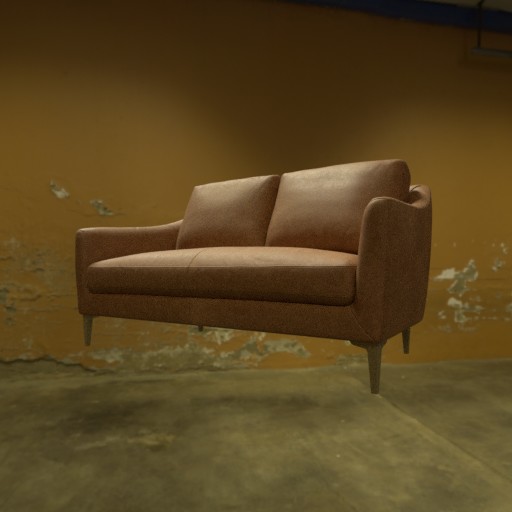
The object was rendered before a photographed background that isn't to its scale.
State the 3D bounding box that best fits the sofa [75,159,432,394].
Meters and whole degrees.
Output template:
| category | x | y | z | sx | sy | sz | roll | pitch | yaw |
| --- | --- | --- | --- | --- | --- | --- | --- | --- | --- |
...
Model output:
| category | x | y | z | sx | sy | sz | roll | pitch | yaw |
| --- | --- | --- | --- | --- | --- | --- | --- | --- | --- |
| sofa | 0.000 | 0.000 | 2.167 | 1.619 | 0.902 | 0.960 | -1 | -2 | 35 |
